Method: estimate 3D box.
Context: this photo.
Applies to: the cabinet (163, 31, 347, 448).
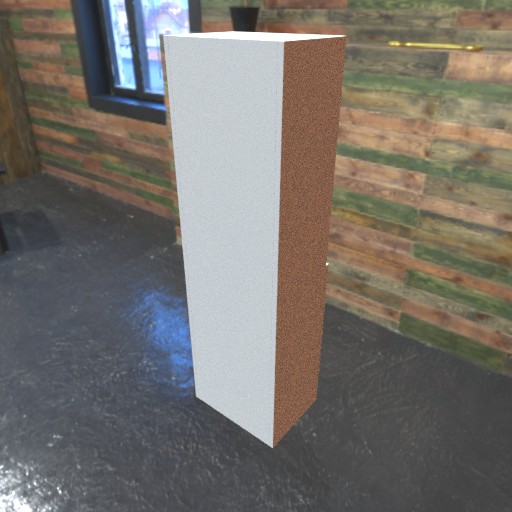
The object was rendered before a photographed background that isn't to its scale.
[{"bbox_3d":[0.000,0.000,1.514,0.400,1.350,0.300,21,36,33],"label":"cabinet"}]
